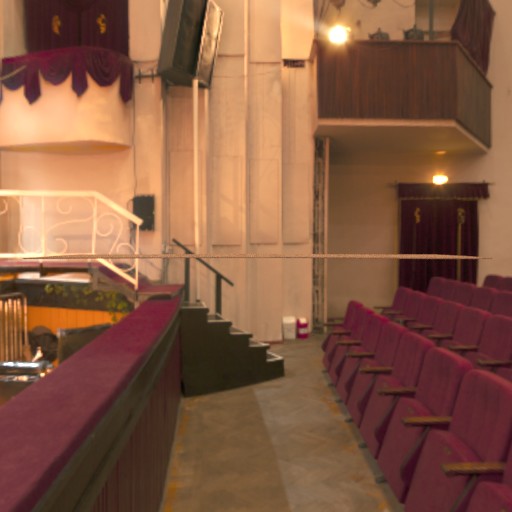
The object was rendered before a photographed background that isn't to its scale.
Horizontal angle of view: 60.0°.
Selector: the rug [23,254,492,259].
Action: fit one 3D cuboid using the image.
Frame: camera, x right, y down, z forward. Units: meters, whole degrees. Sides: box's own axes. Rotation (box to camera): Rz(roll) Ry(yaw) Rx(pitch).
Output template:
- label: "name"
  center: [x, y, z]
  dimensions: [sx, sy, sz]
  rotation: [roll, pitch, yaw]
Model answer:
- label: "rug"
  center: [0.000, 0.000, 2.601]
  dimensions: [2.390, 0.014, 0.741]
  rotation: [0, 1, 1]
